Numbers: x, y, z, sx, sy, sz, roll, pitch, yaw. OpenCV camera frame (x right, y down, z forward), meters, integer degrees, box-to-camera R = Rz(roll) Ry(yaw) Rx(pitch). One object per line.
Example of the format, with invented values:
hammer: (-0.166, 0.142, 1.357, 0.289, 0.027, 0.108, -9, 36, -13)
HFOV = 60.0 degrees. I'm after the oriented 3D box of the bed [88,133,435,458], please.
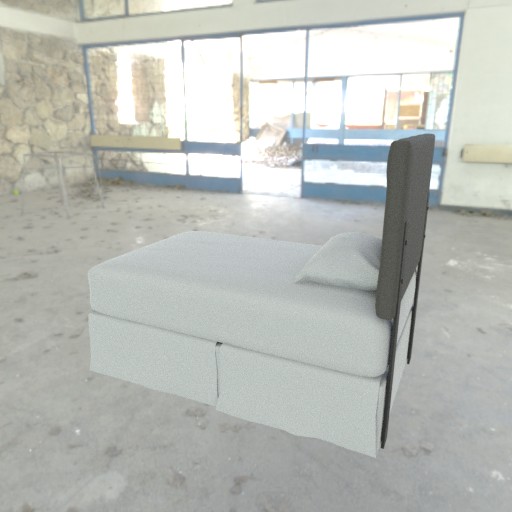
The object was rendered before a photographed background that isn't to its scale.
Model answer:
bed: (0.000, 0.000, 2.945, 1.997, 1.571, 1.261, 8, 19, 25)
